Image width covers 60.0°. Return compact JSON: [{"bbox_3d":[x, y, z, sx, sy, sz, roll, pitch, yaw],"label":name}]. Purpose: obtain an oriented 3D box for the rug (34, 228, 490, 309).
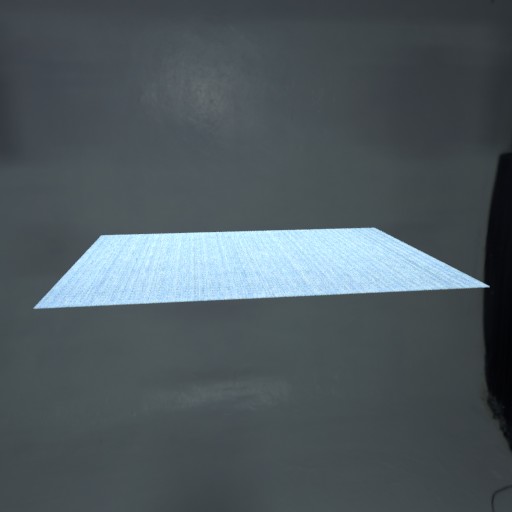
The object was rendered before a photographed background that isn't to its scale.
[{"bbox_3d":[0.000,0.000,3.731,2.895,0.006,1.982,-2,15,-7],"label":"rug"}]
